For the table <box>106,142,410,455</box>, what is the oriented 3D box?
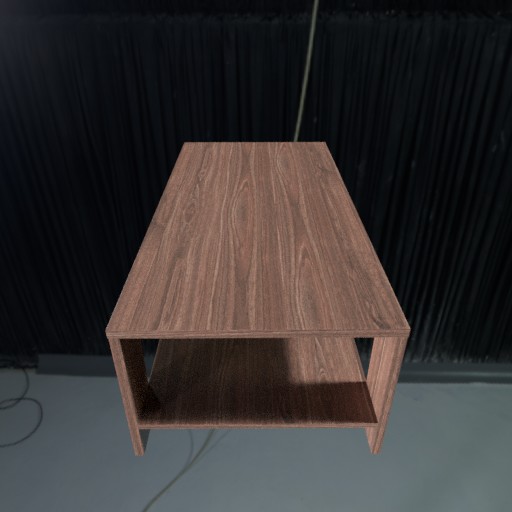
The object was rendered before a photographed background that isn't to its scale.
[{"bbox_3d":[0.000,0.000,1.487,0.600,0.400,1.200,0,32,0],"label":"table"}]
